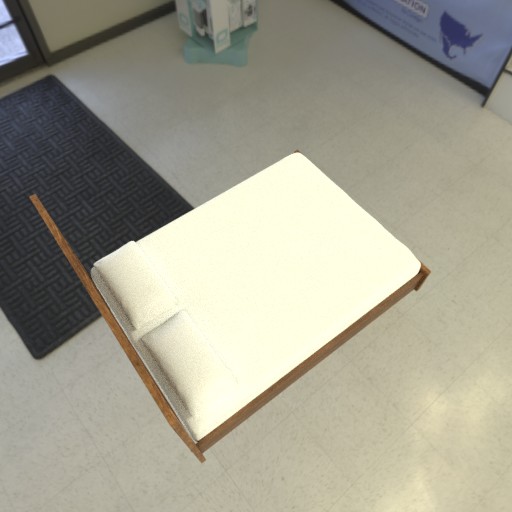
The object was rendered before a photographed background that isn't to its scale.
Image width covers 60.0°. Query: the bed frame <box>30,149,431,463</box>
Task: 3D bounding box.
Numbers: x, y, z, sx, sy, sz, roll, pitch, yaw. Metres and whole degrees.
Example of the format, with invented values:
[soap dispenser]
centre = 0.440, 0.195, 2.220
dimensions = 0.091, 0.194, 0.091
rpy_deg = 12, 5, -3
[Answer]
[bed frame]
centre = 0.000, 0.000, 3.372
dimensions = 2.276, 1.417, 1.696
rpy_deg = -33, 64, -18
